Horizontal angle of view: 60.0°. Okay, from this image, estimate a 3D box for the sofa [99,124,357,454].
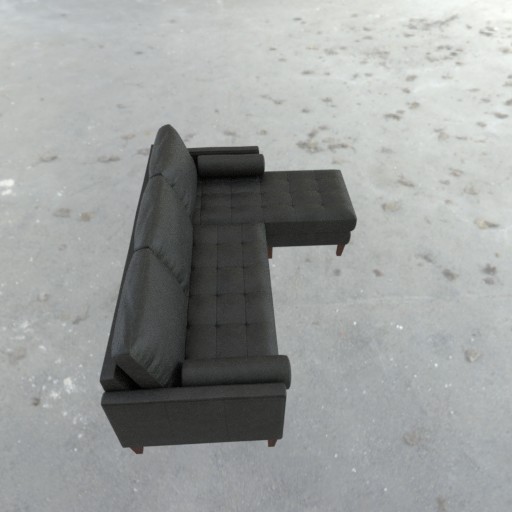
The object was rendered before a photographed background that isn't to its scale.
[{"bbox_3d":[0.000,0.000,2.864,1.497,0.876,2.178,-2,44,-2],"label":"sofa"}]
